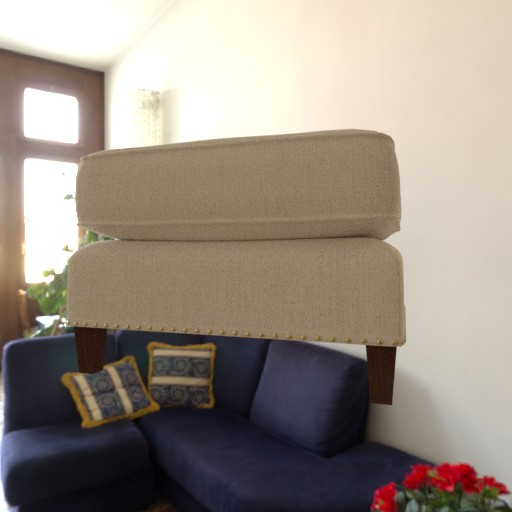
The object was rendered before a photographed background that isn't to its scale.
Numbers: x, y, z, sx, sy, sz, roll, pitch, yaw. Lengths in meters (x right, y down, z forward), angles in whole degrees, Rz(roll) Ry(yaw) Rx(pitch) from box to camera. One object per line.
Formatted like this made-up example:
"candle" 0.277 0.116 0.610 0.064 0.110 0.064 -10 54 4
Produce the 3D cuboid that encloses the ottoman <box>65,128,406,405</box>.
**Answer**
"ottoman" 0.000 0.000 1.152 0.738 0.537 0.589 0 0 18
